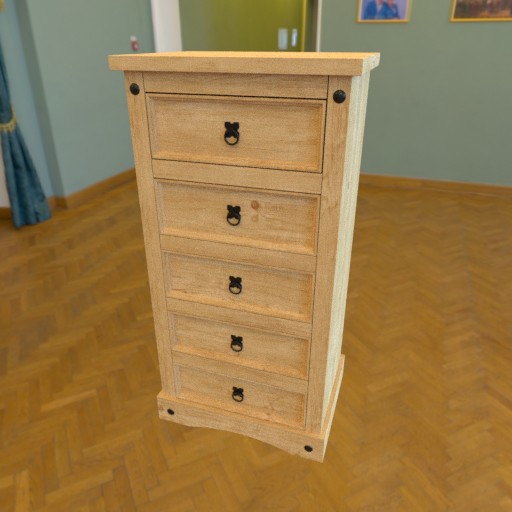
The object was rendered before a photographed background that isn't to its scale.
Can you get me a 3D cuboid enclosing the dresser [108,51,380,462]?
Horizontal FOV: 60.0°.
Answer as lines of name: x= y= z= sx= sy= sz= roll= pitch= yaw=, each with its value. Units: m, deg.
dresser: x=0.000 y=0.000 z=1.255 sx=0.531 sy=1.041 sz=0.390 roll=8 pitch=27 yaw=16
